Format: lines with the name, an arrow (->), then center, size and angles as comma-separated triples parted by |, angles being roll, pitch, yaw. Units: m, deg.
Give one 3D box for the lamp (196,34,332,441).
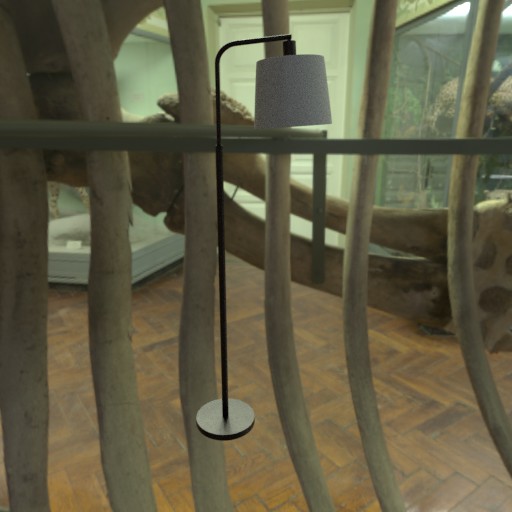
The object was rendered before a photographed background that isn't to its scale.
lamp -> 0.000, 0.000, 1.637 | 0.508, 1.478, 0.254 | 3, 17, 10
